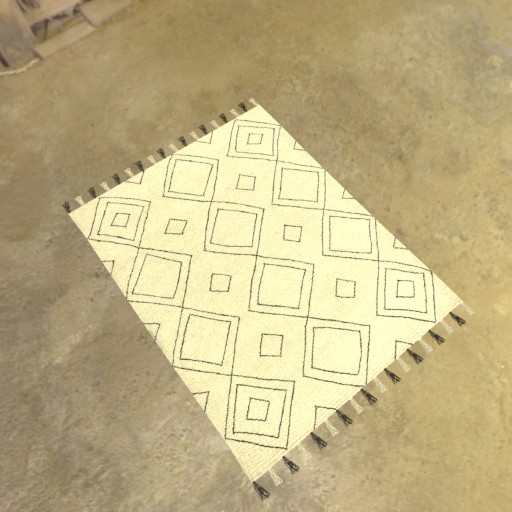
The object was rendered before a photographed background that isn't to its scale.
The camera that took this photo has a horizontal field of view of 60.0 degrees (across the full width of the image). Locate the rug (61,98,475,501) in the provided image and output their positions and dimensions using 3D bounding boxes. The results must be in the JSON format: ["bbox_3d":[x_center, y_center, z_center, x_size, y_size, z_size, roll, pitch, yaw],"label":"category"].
[{"bbox_3d":[0.000,0.000,4.094,2.342,0.026,3.221,-35,69,-16],"label":"rug"}]
